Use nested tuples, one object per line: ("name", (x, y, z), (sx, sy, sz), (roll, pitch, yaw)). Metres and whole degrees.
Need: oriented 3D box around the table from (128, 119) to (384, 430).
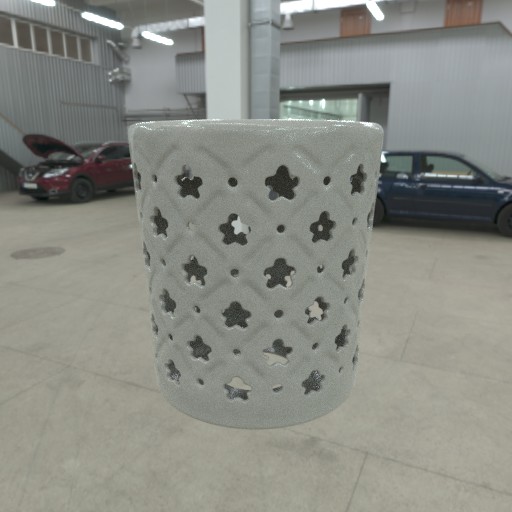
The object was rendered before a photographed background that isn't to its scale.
("table", (0.000, 0.000, 0.674), (0.352, 0.387, 0.352), (0, 14, 0))
